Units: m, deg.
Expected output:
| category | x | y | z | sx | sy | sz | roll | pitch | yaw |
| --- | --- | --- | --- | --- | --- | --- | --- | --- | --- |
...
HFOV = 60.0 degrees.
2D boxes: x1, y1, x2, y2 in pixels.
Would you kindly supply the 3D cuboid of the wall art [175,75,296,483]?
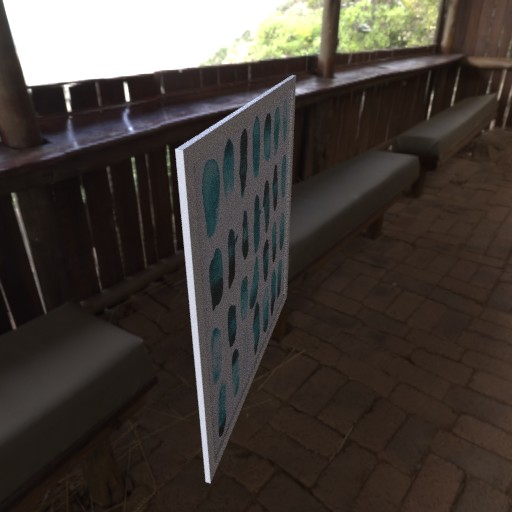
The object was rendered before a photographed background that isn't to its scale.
| category | x | y | z | sx | sy | sz | roll | pitch | yaw |
| --- | --- | --- | --- | --- | --- | --- | --- | --- | --- |
| wall art | 0.000 | 0.000 | 0.827 | 0.009 | 0.559 | 0.558 | 8 | 31 | 14 |
